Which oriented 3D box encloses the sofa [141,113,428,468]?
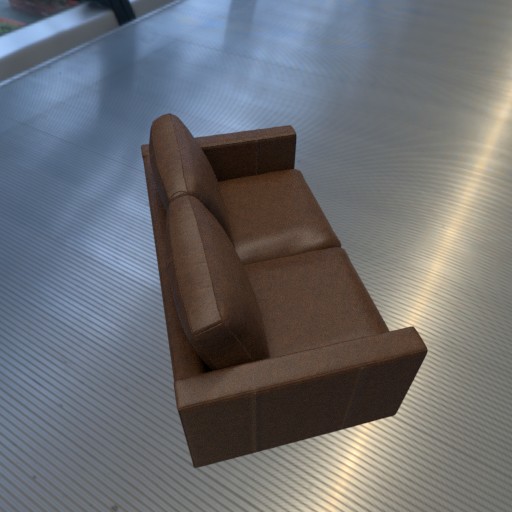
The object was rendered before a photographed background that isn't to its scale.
[{"bbox_3d":[0.000,0.000,2.135,0.909,0.951,1.578,-10,47,-10],"label":"sofa"}]
